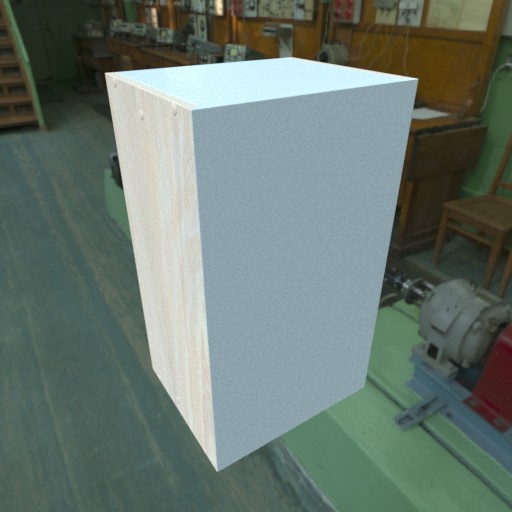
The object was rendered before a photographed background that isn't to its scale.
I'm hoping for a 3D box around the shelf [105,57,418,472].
[{"bbox_3d":[0.000,0.000,0.788,0.350,0.600,0.290,-18,35,-28],"label":"shelf"}]
